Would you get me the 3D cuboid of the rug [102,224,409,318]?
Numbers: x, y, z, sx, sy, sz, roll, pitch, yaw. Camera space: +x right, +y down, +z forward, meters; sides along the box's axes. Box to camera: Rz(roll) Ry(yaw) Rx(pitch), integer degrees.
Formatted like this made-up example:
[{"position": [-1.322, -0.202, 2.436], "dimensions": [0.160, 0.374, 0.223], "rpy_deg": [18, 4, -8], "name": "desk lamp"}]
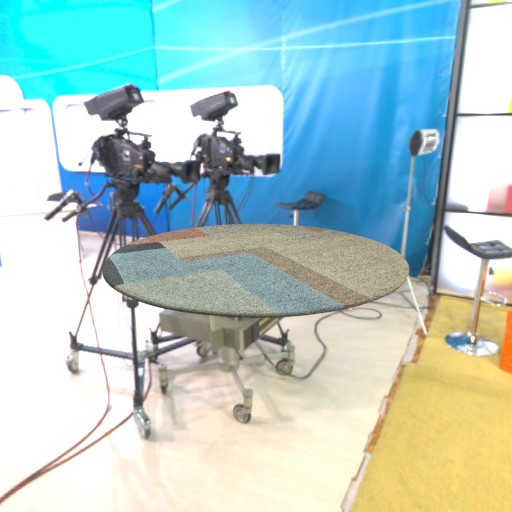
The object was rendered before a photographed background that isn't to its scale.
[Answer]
[{"position": [0.000, 0.000, 3.739], "dimensions": [2.461, 0.033, 2.461], "rpy_deg": [0, 16, 0], "name": "rug"}]
